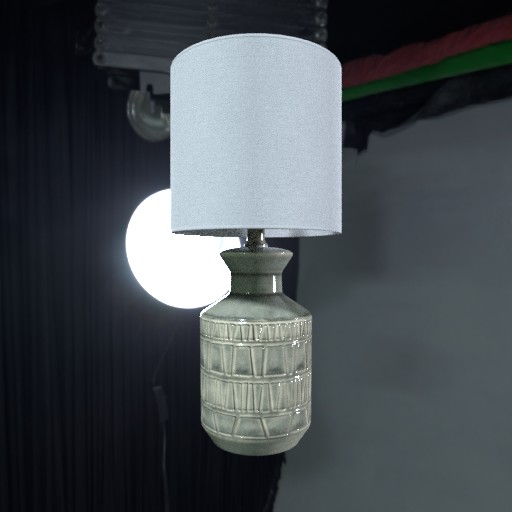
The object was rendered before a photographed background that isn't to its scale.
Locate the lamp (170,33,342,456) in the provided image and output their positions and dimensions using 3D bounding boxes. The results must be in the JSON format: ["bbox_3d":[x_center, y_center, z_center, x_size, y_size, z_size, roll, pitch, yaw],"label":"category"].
[{"bbox_3d":[0.000,0.000,0.557,0.211,0.455,0.211,0,0,36],"label":"lamp"}]
